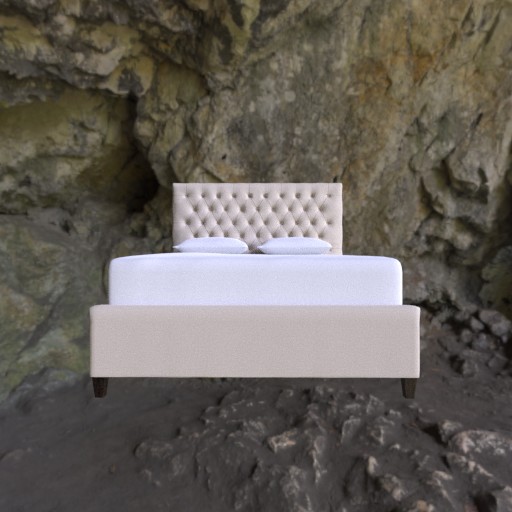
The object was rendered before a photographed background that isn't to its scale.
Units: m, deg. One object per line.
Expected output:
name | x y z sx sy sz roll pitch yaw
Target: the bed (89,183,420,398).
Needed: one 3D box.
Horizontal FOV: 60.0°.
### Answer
bed | 0.000 0.000 3.329 1.696 1.426 2.233 0 0 1
